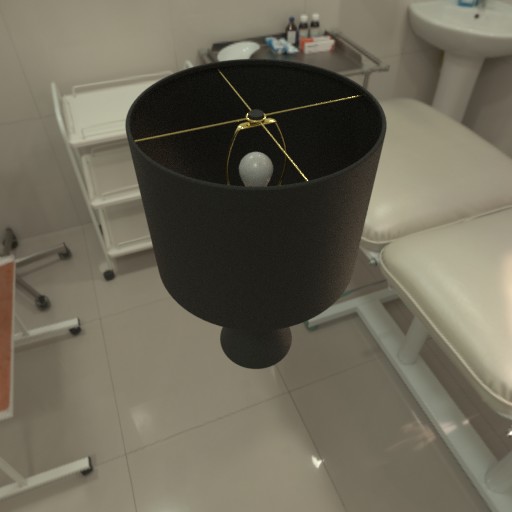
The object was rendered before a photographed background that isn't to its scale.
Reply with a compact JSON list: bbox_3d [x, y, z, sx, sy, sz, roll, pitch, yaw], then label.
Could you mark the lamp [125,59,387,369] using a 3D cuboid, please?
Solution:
[{"bbox_3d":[0.000,0.000,0.829,0.359,0.584,0.359,-16,48,-15],"label":"lamp"}]
